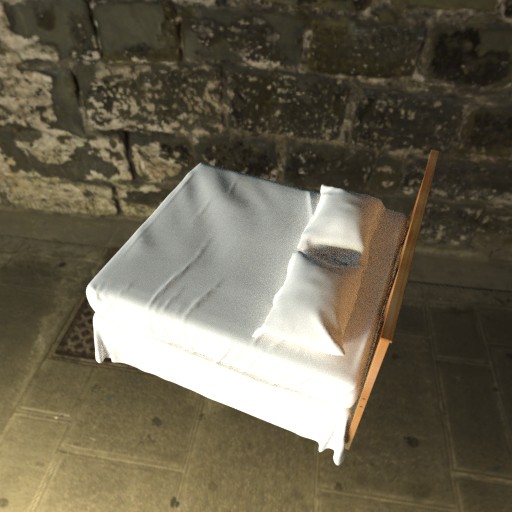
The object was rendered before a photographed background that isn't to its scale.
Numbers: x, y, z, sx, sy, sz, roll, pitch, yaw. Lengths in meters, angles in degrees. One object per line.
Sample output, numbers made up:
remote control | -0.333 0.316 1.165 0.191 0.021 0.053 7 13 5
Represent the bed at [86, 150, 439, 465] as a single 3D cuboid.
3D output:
bed | 0.000 0.000 3.187 2.035 1.273 1.870 17 48 16
